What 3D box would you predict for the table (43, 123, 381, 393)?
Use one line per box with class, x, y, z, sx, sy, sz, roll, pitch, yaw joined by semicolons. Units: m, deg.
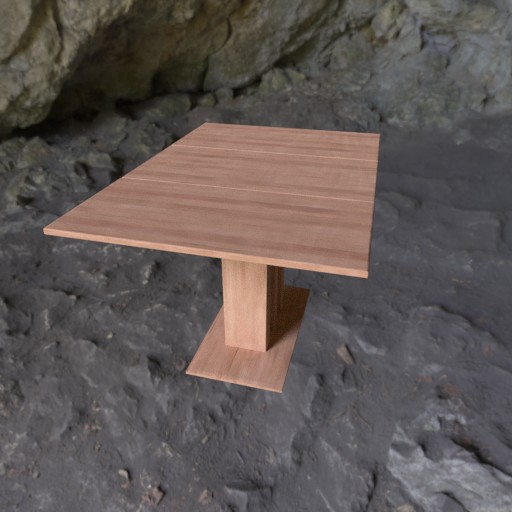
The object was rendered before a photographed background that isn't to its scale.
table;0.000;0.000;1.886;0.900;0.770;1.300;8;31;13
